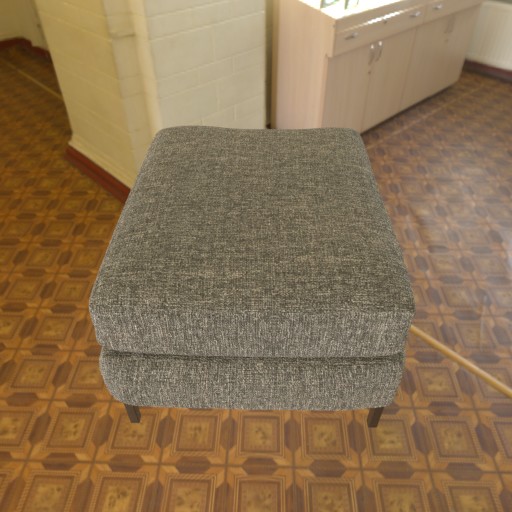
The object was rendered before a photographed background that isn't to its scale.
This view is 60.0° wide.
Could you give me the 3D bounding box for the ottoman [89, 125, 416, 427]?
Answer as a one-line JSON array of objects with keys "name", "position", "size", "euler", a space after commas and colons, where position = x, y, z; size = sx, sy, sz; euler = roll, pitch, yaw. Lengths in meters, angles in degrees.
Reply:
[{"name": "ottoman", "position": [0.000, 0.000, 1.226], "size": [0.683, 0.480, 0.828], "euler": [1, 42, 1]}]
